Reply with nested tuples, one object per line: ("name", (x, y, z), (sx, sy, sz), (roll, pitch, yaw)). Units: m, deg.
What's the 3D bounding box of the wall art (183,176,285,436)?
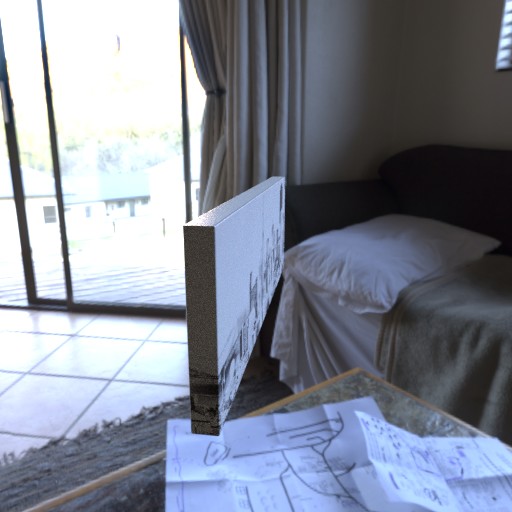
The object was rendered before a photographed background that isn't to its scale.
("wall art", (0.000, 0.000, 0.871), (0.036, 0.256, 0.766), (2, 14, 9))
